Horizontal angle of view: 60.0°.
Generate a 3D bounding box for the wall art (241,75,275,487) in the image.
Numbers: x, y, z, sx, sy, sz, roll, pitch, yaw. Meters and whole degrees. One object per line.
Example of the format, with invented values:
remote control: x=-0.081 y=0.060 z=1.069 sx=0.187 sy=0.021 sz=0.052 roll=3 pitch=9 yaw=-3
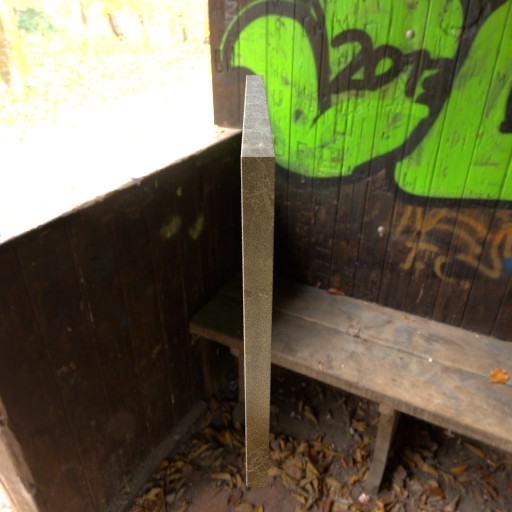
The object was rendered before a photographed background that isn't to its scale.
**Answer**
wall art: x=0.000 y=0.000 z=0.910 sx=0.038 sy=0.610 sz=0.610 roll=0 pitch=30 yaw=0
